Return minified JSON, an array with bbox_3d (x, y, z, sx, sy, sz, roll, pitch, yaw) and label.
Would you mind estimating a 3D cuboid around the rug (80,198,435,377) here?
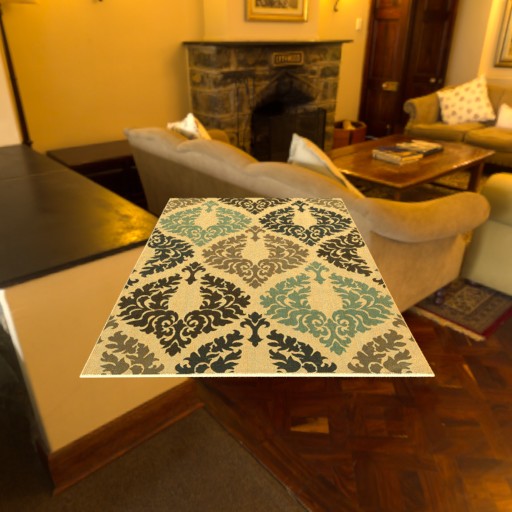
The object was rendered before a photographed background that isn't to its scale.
[{"bbox_3d":[0.000,0.000,2.895,1.514,0.014,2.275,0,27,0],"label":"rug"}]
